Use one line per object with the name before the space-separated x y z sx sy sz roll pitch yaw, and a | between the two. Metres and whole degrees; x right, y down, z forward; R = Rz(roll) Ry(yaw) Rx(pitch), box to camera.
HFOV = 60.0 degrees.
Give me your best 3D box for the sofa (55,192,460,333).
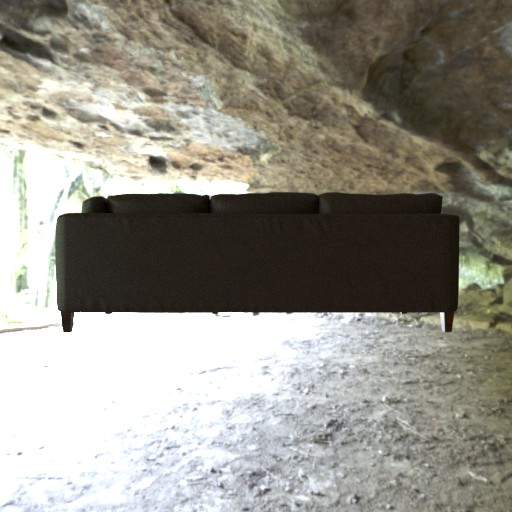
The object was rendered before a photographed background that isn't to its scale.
sofa | 0.000 0.000 4.488 2.593 0.923 3.460 0 1 -1
